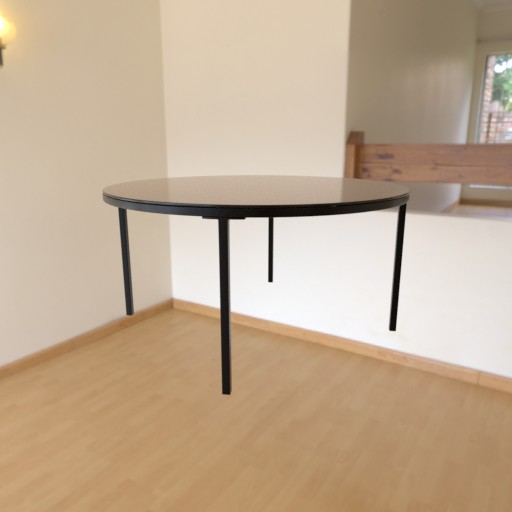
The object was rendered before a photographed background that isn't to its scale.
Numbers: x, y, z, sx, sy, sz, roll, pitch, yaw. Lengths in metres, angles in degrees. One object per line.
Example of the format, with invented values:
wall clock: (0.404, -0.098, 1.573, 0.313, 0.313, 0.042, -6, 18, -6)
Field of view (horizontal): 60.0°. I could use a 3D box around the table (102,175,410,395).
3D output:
table: (0.000, 0.000, 1.263, 0.800, 0.400, 0.800, 0, 14, 0)
